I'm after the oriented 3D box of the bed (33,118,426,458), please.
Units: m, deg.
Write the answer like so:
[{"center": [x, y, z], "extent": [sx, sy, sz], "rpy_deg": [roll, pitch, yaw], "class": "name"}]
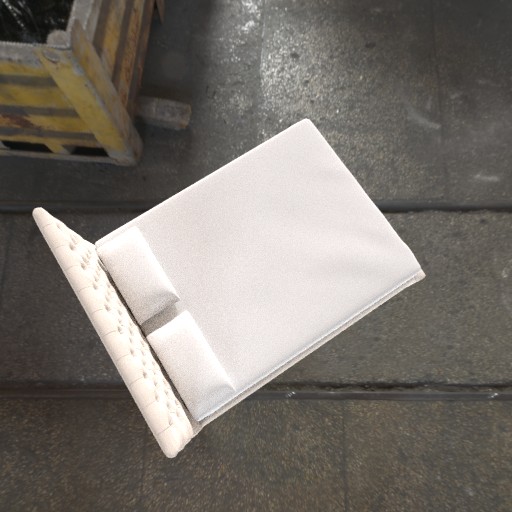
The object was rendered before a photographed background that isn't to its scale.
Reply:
[{"center": [0.000, 0.000, 3.364], "extent": [2.233, 1.426, 1.696], "rpy_deg": [-32, 78, -8], "class": "bed"}]
